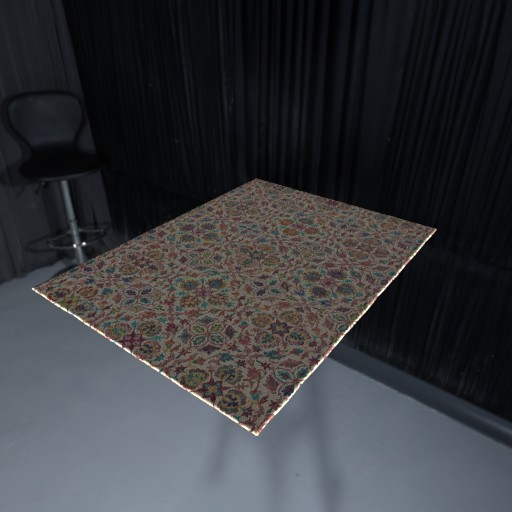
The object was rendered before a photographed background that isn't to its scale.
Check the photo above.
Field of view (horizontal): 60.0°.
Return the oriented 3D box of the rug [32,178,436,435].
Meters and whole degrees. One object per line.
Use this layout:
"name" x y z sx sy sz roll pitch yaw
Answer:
"rug" 0.000 0.000 4.304 2.446 0.020 3.215 21 37 31
